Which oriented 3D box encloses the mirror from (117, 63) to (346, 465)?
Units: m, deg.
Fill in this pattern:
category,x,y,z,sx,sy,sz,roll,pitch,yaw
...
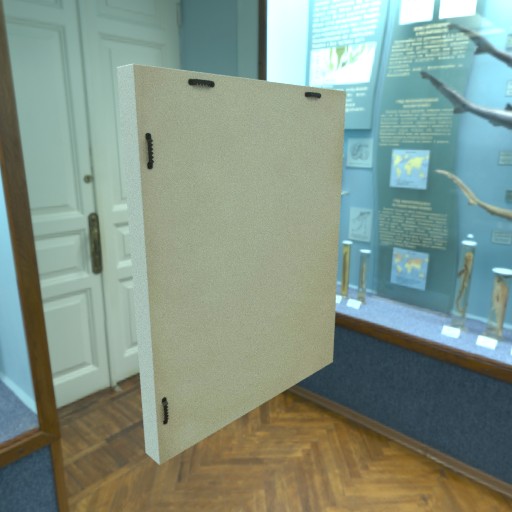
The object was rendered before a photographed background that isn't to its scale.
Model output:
category,x,y,z,sx,sy,sz,roll,pitch,yaw
mirror,0.000,0.000,0.689,0.041,0.509,0.406,14,21,43
